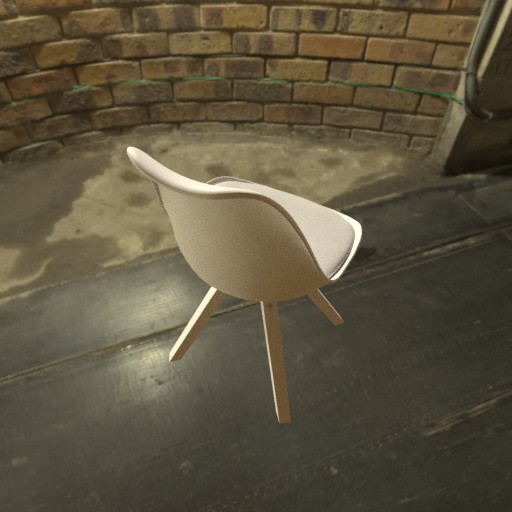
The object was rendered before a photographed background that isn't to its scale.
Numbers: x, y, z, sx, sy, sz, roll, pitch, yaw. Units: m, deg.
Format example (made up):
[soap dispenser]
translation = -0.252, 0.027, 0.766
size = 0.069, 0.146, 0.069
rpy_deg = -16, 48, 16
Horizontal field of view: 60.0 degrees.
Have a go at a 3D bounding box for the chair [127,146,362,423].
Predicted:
[chair]
translation = 0.000, 0.000, 1.190
size = 0.485, 0.850, 0.550
rpy_deg = 23, 50, 20
